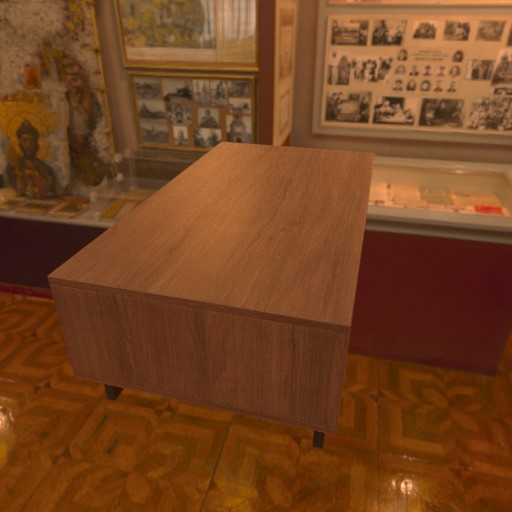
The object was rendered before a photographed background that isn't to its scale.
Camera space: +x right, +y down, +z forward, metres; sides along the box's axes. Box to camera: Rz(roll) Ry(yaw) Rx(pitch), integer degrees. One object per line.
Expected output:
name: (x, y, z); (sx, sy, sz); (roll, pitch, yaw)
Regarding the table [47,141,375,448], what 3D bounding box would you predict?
table: (0.000, 0.000, 1.314); (0.600, 0.380, 1.020); (8, 30, 13)
